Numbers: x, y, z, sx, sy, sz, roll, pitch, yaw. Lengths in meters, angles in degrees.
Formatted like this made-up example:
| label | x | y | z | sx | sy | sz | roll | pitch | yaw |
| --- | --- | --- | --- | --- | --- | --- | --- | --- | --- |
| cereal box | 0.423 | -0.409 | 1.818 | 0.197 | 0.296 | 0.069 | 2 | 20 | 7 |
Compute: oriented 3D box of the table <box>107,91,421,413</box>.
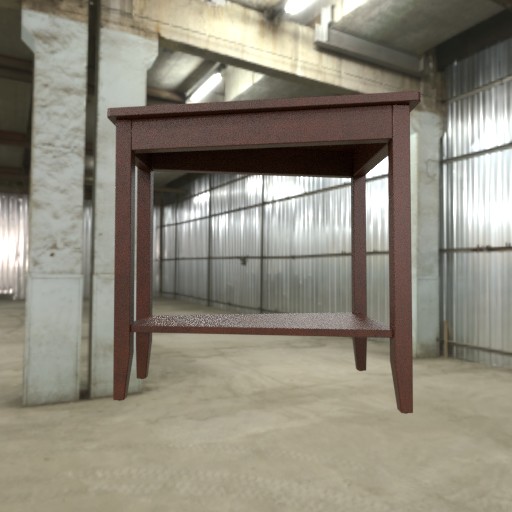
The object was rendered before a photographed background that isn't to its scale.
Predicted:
| label | x | y | z | sx | sy | sz | roll | pitch | yaw |
| --- | --- | --- | --- | --- | --- | --- | --- | --- | --- |
| table | 0.000 | 0.000 | 0.996 | 0.605 | 0.589 | 0.399 | 0 | -2 | 0 |
